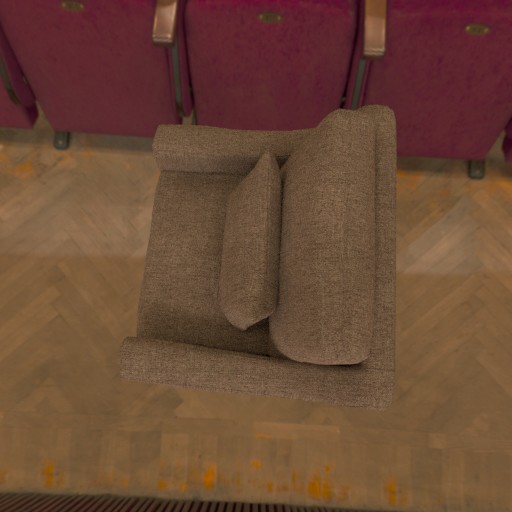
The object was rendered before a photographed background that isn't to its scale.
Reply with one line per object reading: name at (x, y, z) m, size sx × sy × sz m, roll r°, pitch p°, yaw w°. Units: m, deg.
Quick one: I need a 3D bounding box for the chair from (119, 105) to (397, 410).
chair at (0.000, 0.000, 1.911) m, size 1.009 × 1.037 × 1.138 m, roll 5°, pitch 76°, yaw 1°
